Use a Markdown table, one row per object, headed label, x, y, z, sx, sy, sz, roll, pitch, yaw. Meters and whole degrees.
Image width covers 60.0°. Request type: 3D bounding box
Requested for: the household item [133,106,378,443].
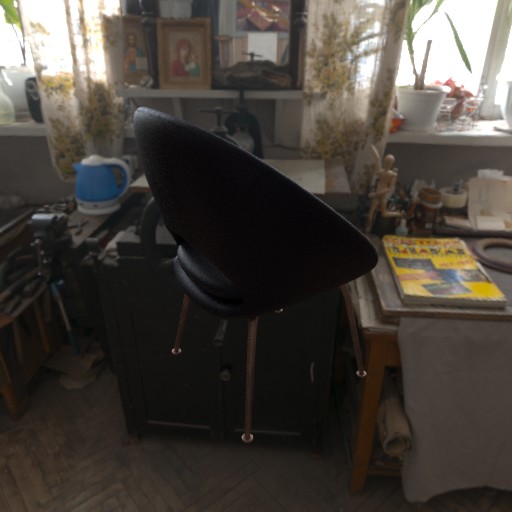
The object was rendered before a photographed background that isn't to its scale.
| label | x | y | z | sx | sy | sz | roll | pitch | yaw |
| --- | --- | --- | --- | --- | --- | --- | --- | --- | --- |
| household item | 0.000 | 0.000 | 1.273 | 0.573 | 0.852 | 0.623 | -18 | 32 | -30 |
